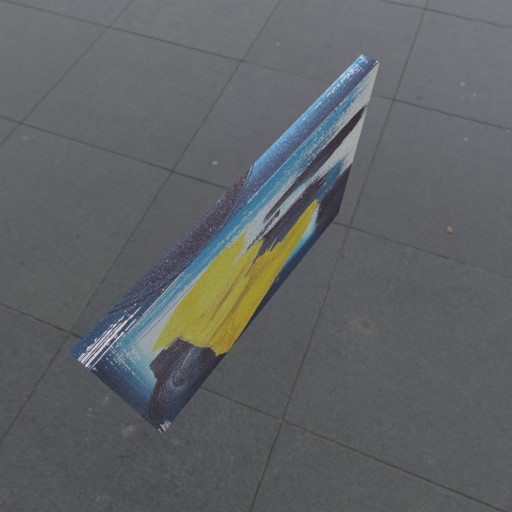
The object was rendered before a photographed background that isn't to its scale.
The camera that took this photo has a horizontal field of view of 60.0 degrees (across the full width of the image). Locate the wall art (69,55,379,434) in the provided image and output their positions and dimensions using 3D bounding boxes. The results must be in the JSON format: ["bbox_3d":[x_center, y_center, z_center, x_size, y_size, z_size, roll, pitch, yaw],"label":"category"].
[{"bbox_3d":[0.000,0.000,0.753,0.033,0.406,0.609,33,65,18],"label":"wall art"}]
